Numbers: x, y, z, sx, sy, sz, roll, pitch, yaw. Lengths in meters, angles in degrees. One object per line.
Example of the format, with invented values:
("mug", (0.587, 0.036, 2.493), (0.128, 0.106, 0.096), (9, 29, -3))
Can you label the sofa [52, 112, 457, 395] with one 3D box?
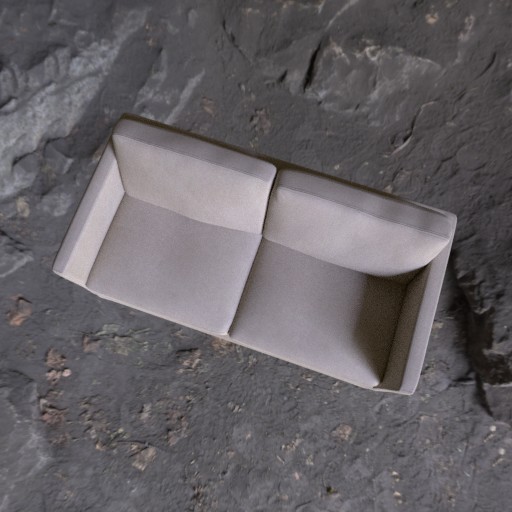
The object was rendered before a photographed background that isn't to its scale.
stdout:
("sofa", (0.000, 0.000, 2.431), (1.846, 0.940, 0.950), (18, 77, 4))
